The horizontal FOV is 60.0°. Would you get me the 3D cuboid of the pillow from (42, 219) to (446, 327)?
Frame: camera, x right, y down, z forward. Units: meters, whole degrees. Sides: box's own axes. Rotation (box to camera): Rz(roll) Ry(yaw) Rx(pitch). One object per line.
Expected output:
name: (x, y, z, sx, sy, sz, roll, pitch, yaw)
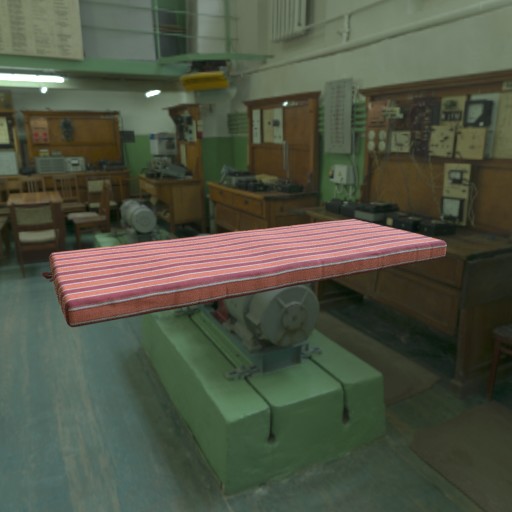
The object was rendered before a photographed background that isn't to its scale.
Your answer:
pillow: (0.000, 0.000, 1.372, 1.187, 0.081, 0.492, -8, 17, -27)
